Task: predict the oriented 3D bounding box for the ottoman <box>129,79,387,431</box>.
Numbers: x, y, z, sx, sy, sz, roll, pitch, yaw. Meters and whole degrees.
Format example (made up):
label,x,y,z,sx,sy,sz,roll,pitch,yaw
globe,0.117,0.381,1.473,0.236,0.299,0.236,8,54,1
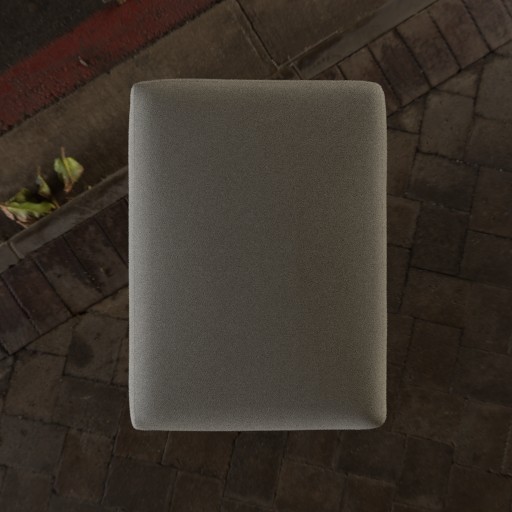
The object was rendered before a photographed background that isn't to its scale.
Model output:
label,x,y,z,sx,sy,sz,roll,pitch,yaw
ottoman,0.000,0.000,1.151,0.569,0.504,0.773,0,90,-1
